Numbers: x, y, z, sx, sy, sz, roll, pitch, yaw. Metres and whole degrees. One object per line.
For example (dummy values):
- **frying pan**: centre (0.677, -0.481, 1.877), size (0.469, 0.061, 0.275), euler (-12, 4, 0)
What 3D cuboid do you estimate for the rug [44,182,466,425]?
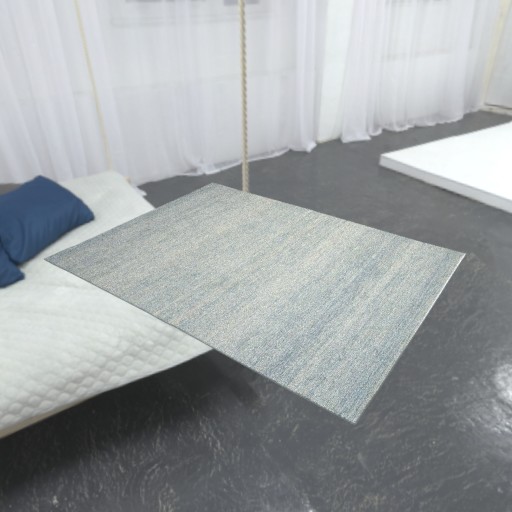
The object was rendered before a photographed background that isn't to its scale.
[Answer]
- **rug**: centre (0.000, 0.000, 4.243), size (3.237, 0.046, 2.461), euler (20, 36, 31)
